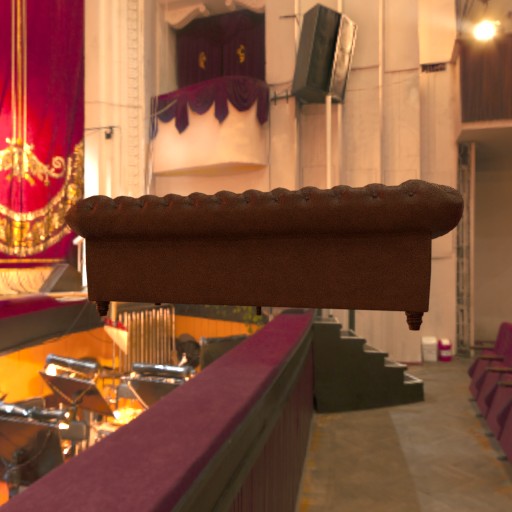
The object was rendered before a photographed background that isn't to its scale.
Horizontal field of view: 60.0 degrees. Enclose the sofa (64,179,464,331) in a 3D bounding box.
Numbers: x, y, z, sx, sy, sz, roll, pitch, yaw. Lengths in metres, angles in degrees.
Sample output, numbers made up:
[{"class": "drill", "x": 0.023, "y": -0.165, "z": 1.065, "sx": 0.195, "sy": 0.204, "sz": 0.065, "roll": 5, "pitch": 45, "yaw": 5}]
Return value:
[{"class": "sofa", "x": 0.000, "y": 0.000, "z": 2.875, "sx": 2.385, "sy": 0.783, "sz": 0.944, "roll": 0, "pitch": 0, "yaw": 18}]
